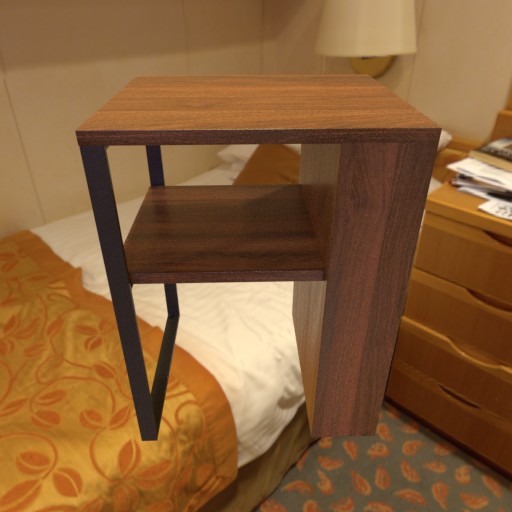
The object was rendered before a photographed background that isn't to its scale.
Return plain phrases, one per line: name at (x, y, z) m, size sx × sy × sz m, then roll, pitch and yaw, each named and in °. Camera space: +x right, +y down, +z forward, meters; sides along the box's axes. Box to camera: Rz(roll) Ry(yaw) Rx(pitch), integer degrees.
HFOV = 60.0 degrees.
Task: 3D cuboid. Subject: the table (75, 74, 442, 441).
table at (0.000, 0.000, 1.500) m, size 0.786 × 1.041 × 0.660 m, roll -1°, pitch 32°, yaw -1°
